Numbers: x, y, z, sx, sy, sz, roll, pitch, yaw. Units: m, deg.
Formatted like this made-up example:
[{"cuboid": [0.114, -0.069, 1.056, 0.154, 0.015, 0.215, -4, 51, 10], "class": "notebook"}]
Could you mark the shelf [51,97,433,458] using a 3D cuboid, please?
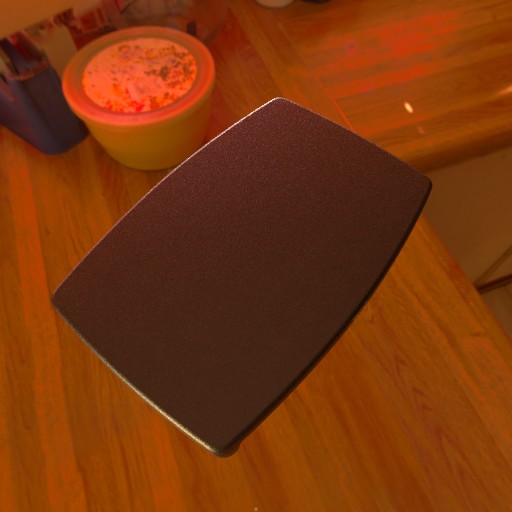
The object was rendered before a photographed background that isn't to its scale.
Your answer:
[{"cuboid": [0.000, 0.000, 0.537, 0.280, 0.100, 0.410, 35, 66, 18], "class": "shelf"}]
